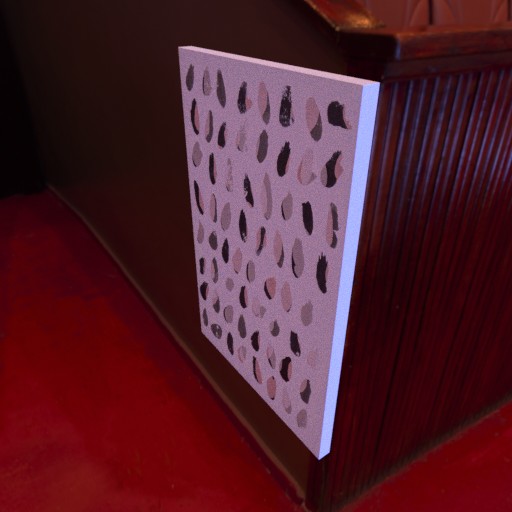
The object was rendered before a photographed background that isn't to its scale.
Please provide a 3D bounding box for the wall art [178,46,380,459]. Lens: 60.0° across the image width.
[{"bbox_3d":[0.000,0.000,1.126,0.037,0.916,0.610,-20,37,-30],"label":"wall art"}]
